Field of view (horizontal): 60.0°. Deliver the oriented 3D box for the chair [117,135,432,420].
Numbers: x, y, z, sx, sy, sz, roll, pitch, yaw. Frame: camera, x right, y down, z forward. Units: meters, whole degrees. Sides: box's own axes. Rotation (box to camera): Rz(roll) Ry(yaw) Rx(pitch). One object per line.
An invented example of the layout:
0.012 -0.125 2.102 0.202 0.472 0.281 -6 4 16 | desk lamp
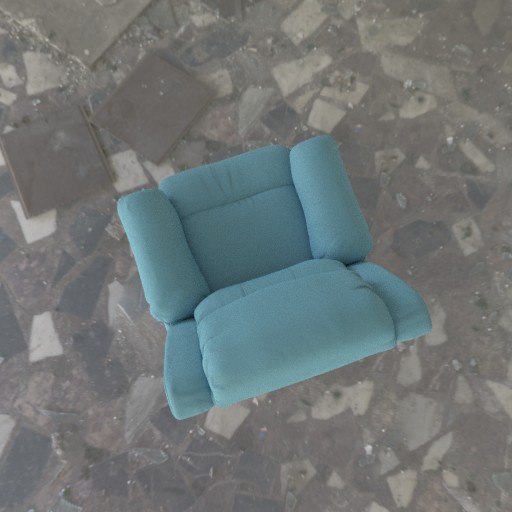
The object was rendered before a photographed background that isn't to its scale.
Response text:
0.000 0.000 1.279 0.680 0.702 0.709 -18 76 -5 | chair
